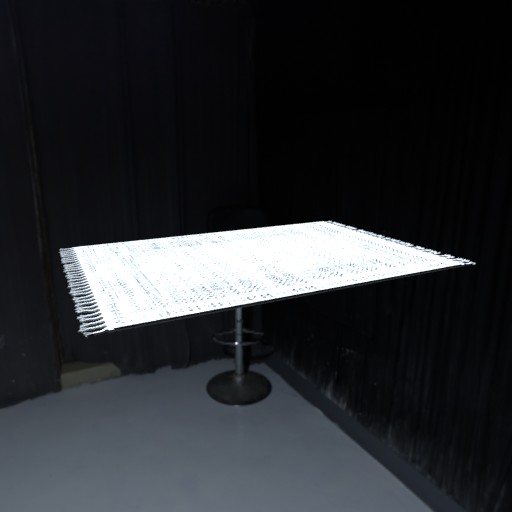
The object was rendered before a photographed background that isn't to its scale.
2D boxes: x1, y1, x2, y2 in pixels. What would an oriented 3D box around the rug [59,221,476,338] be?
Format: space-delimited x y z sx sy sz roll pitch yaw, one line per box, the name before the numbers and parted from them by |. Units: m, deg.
rug | 0.000 0.000 2.343 1.872 0.013 1.243 -8 17 -26
